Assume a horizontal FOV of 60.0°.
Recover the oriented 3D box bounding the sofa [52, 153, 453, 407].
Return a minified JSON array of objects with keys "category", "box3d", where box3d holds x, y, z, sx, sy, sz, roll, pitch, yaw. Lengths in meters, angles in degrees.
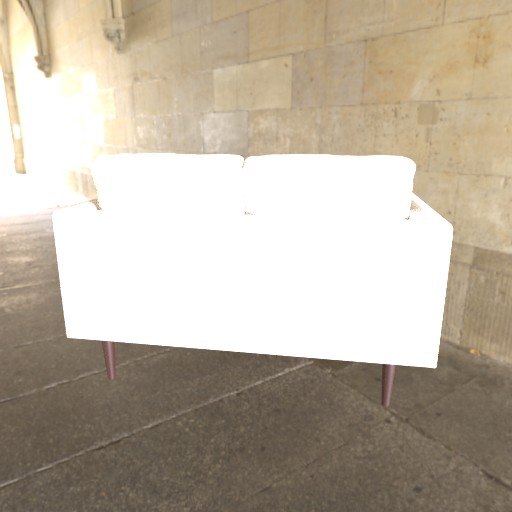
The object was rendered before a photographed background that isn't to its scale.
[{"category":"sofa","box3d":[0.000,0.000,1.967,1.430,0.908,0.796,3,16,9]}]
